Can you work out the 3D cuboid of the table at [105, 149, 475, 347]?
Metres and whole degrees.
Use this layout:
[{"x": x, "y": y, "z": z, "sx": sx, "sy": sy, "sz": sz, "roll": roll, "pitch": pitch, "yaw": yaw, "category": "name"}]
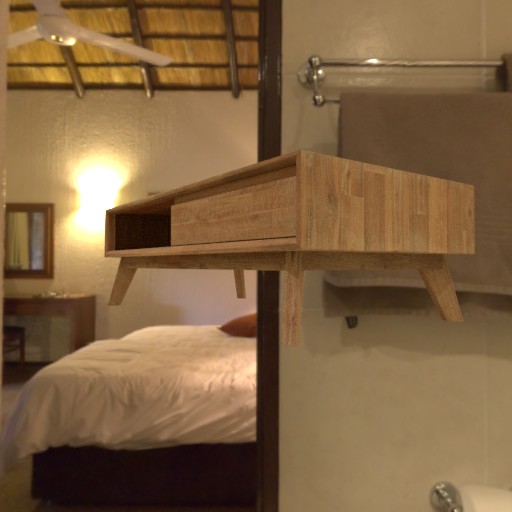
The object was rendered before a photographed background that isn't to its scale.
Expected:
[{"x": 0.000, "y": 0.000, "z": 2.094, "sx": 0.918, "sy": 0.531, "sz": 1.619, "roll": 1, "pitch": -1, "yaw": -37, "category": "table"}]
